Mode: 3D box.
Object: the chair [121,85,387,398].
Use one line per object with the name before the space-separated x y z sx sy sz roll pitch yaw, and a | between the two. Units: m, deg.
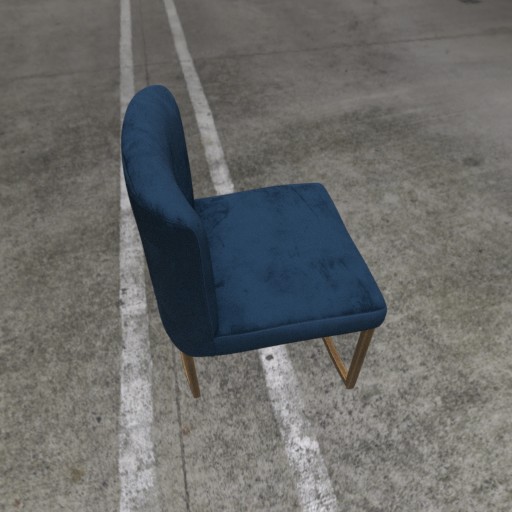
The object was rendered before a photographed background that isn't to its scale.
chair | 0.000 0.000 1.208 0.560 0.824 0.530 -10 48 -9
